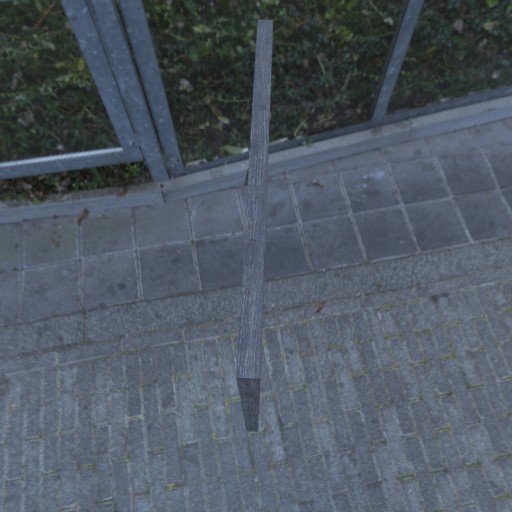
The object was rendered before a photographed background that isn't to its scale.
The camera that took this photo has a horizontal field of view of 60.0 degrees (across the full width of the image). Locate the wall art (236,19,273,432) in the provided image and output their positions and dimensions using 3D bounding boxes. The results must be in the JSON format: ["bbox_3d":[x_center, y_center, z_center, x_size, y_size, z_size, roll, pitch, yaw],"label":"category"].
[{"bbox_3d":[0.000,0.000,0.681,0.027,0.459,0.462,2,63,1],"label":"wall art"}]
